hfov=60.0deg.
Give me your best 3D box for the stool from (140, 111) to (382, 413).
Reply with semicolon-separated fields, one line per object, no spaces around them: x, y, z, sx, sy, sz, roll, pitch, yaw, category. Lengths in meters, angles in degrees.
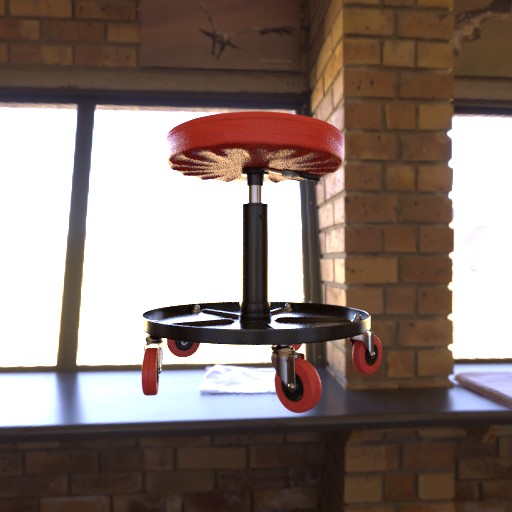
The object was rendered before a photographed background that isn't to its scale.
0.000;0.000;0.681;0.381;0.365;0.382;0;0;-36;stool
